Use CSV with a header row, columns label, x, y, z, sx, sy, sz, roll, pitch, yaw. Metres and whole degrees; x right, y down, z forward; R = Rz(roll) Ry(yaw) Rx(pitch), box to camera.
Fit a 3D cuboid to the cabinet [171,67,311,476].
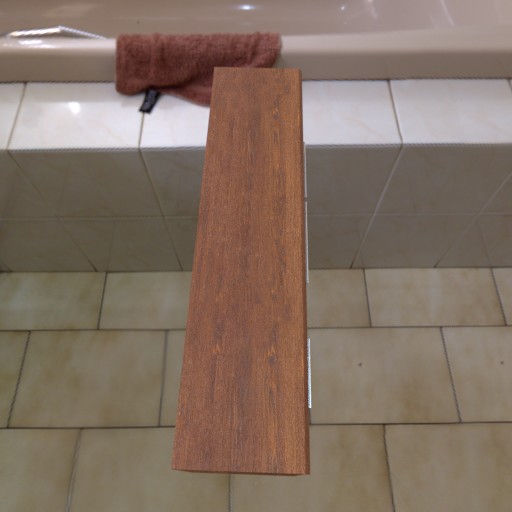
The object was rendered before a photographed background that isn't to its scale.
label,x,y,z,sx,sy,sz,roll,pitch,yaw
cabinet,0.000,0.000,1.814,0.419,0.510,1.600,2,63,1
